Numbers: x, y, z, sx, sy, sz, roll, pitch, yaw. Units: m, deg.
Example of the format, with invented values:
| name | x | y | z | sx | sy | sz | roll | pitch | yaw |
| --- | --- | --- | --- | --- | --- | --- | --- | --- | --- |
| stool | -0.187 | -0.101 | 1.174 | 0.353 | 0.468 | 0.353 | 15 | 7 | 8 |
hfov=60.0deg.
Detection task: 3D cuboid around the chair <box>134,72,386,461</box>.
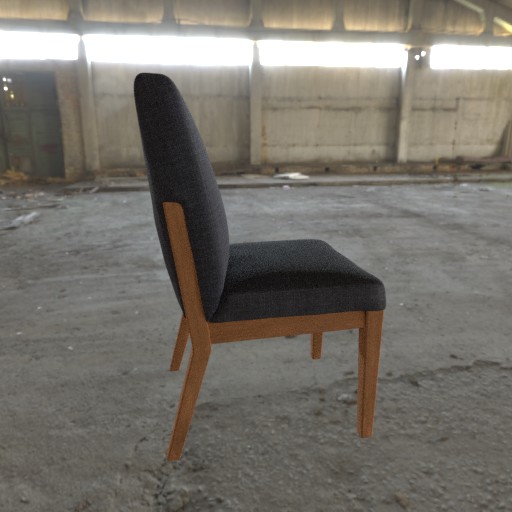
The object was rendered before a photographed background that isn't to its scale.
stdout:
| name | x | y | z | sx | sy | sz | roll | pitch | yaw |
| --- | --- | --- | --- | --- | --- | --- | --- | --- | --- |
| chair | 0.000 | 0.000 | 1.257 | 0.586 | 0.911 | 0.507 | -3 | 15 | -9 |
